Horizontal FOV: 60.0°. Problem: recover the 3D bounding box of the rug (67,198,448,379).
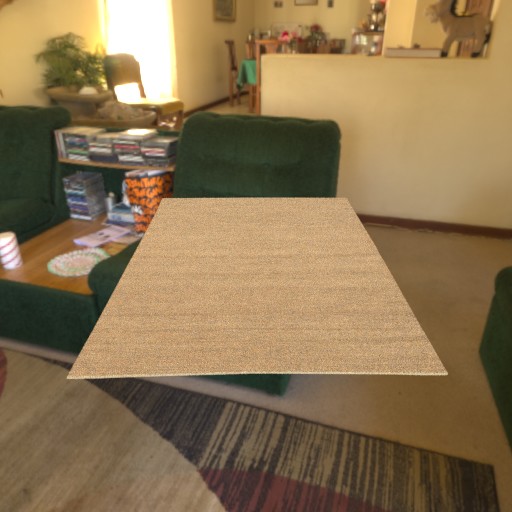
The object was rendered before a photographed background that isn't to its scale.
[{"bbox_3d":[0.000,0.000,2.884,1.624,0.030,2.264,0,27,0],"label":"rug"}]
